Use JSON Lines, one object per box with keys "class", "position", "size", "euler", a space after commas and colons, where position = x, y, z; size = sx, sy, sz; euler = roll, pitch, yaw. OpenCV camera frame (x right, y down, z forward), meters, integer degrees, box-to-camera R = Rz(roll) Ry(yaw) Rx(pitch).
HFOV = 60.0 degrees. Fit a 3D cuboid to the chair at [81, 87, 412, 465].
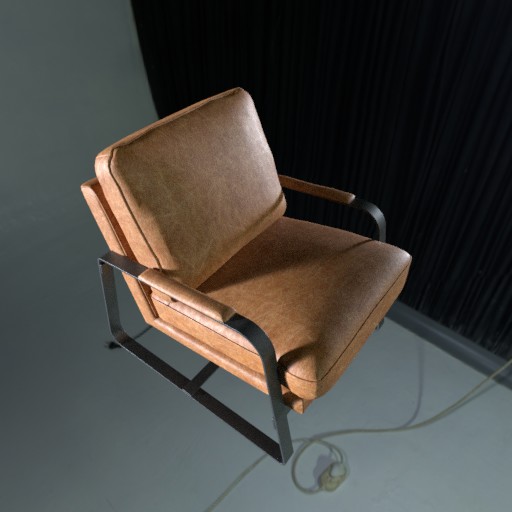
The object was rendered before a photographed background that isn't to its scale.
{"class": "chair", "position": [0.000, 0.000, 1.350], "size": [0.801, 0.777, 0.651], "euler": [27, 48, 27]}
